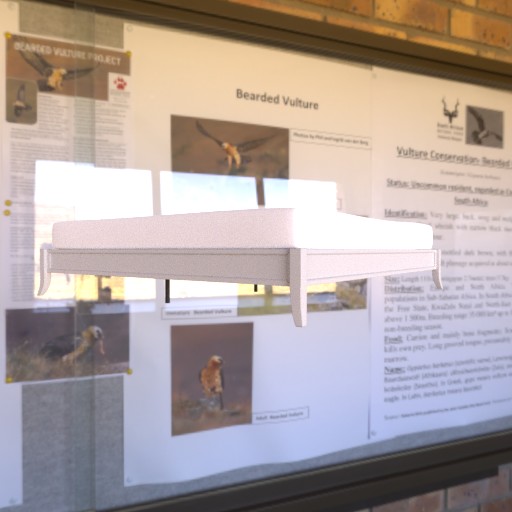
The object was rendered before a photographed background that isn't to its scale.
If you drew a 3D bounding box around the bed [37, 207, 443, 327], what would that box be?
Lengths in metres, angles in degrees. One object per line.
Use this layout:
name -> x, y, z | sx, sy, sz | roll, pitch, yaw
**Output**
bed -> 0.000, 0.000, 3.143 | 2.007, 0.510, 2.108 | 1, 1, 37
